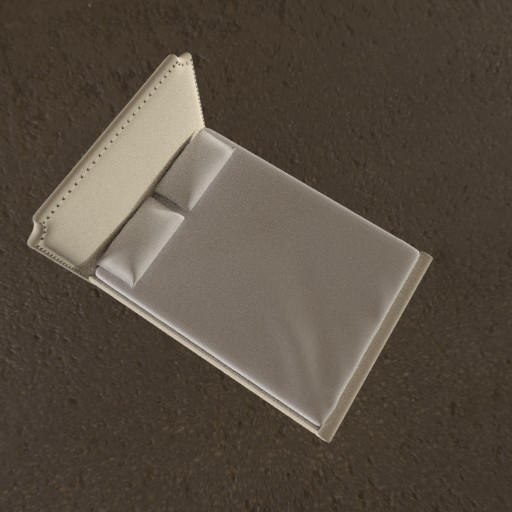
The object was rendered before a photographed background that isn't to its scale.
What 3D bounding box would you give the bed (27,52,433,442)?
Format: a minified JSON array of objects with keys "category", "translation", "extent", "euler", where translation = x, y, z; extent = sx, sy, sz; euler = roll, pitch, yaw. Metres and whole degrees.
[{"category":"bed","translation":[0.000,0.000,3.346],"extent":[2.372,1.443,1.712],"euler":[32,76,9]}]
